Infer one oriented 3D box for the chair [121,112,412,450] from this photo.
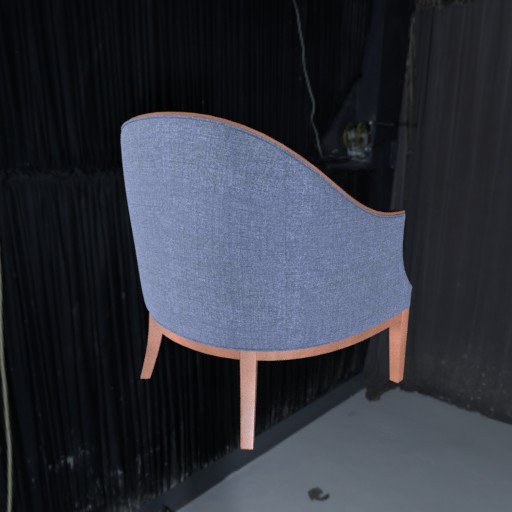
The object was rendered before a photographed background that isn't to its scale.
[{"bbox_3d":[0.000,0.000,1.470,0.735,0.876,0.803,-14,20,-43],"label":"chair"}]
